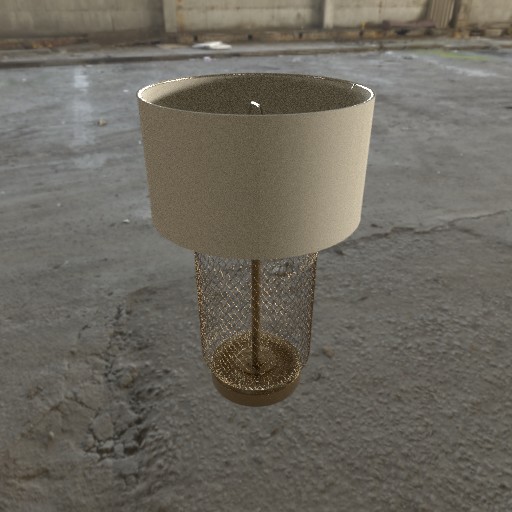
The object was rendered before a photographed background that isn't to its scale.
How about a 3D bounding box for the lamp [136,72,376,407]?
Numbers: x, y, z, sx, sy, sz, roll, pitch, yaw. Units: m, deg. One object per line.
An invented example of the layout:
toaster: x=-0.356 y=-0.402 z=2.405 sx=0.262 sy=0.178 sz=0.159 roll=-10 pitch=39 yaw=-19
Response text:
lamp: x=0.000 y=0.000 z=0.811 sx=0.353 sy=0.578 sz=0.353 roll=0 pitch=30 yaw=0
